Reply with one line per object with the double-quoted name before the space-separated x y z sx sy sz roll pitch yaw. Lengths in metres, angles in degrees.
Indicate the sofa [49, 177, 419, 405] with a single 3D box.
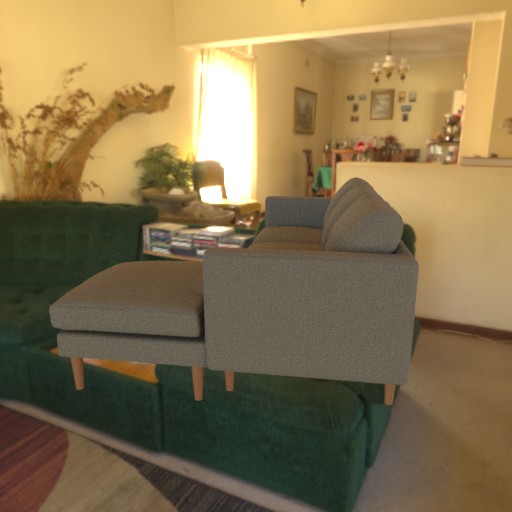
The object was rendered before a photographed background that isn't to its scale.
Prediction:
"sofa" 0.000 0.000 2.834 1.591 0.897 2.031 2 14 9
